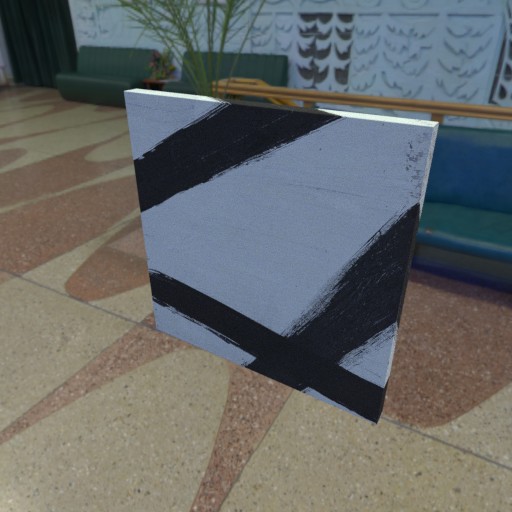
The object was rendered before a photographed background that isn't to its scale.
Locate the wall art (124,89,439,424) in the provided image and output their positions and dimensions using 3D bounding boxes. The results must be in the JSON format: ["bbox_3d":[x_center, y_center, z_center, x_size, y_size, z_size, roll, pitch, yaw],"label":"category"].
[{"bbox_3d":[0.000,0.000,1.161,0.765,0.765,0.046,16,33,27],"label":"wall art"}]
